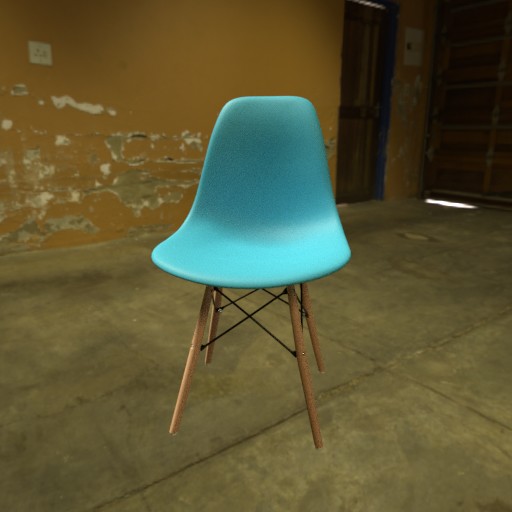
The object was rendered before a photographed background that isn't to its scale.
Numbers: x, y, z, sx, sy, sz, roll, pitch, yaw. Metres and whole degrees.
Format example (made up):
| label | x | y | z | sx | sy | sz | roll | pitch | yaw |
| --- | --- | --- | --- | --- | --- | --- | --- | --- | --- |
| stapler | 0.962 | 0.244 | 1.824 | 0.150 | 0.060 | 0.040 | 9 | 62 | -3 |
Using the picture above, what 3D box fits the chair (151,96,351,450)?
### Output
| label | x | y | z | sx | sy | sz | roll | pitch | yaw |
| --- | --- | --- | --- | --- | --- | --- | --- | --- | --- |
| chair | 0.000 | 0.000 | 1.147 | 0.470 | 0.826 | 0.531 | 2 | 15 | 8 |
